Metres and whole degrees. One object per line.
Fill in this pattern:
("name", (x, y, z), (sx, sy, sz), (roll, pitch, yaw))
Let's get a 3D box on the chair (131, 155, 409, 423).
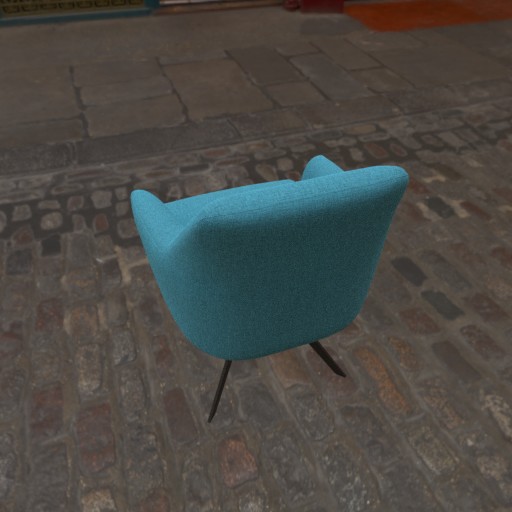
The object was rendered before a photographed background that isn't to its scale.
("chair", (0.000, 0.000, 1.338), (0.642, 0.874, 0.677), (-14, 44, -15))
